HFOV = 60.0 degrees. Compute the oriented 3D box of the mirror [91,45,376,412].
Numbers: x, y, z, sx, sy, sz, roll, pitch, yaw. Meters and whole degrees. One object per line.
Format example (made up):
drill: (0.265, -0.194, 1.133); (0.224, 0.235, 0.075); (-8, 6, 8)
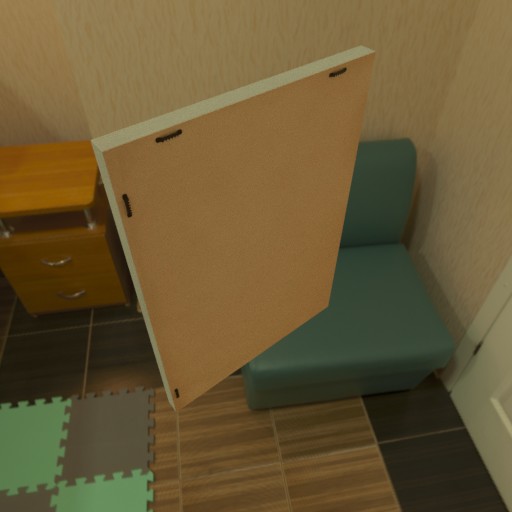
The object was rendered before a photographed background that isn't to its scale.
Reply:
mirror: (0.000, 0.000, 0.916); (0.507, 0.710, 0.039); (-30, 52, -26)
